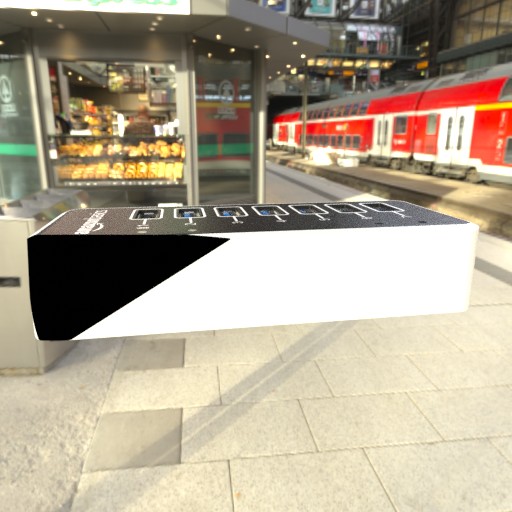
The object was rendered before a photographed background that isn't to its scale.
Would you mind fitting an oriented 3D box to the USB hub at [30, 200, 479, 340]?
[{"bbox_3d":[0.000,0.000,0.125,0.110,0.023,0.044,-3,16,-9],"label":"USB hub"}]
